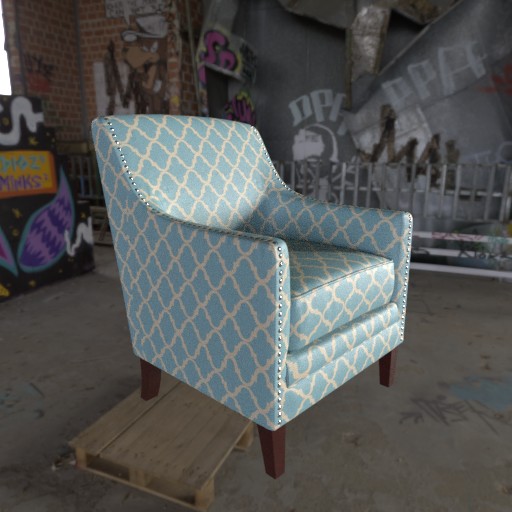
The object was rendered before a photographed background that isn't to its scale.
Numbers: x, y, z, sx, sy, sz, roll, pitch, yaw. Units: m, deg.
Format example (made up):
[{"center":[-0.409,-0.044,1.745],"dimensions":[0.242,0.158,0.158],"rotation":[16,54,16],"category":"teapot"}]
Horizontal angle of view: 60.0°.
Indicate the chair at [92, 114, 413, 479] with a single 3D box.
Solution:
[{"center":[0.000,0.000,1.304],"dimensions":[0.686,0.817,0.617],"rotation":[12,18,42],"category":"chair"}]
